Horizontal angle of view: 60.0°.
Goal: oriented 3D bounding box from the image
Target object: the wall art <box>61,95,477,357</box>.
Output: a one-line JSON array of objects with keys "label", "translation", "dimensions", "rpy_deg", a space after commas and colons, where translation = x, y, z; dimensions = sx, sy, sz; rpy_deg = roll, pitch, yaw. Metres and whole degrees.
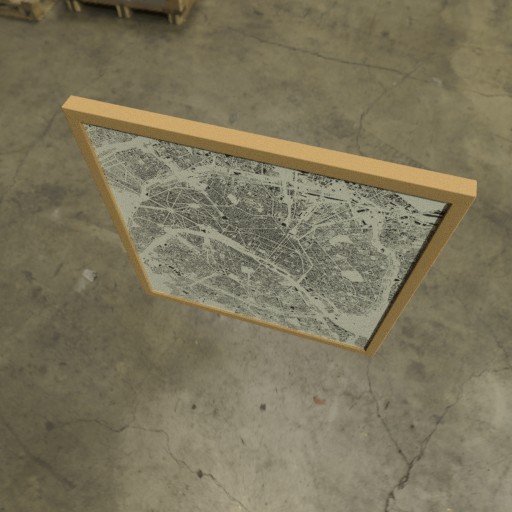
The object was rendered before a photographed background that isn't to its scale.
[{"label": "wall art", "translation": [0.000, 0.000, 1.111], "dimensions": [0.761, 0.761, 0.037], "rpy_deg": [14, 59, 9]}]
